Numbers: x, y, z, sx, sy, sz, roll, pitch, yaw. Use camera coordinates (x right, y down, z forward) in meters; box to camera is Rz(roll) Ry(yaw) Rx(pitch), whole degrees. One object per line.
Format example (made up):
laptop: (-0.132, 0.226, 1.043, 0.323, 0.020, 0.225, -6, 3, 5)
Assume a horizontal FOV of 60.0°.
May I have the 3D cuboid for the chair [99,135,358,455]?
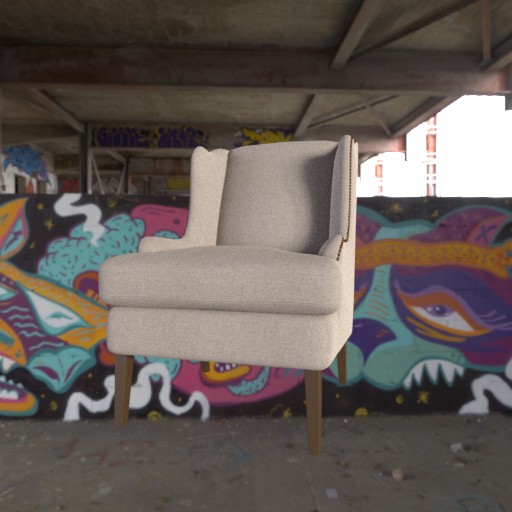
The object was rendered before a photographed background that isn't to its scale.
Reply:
chair: (0.000, 0.000, 1.661, 0.737, 1.029, 0.940, 0, 1, 18)
